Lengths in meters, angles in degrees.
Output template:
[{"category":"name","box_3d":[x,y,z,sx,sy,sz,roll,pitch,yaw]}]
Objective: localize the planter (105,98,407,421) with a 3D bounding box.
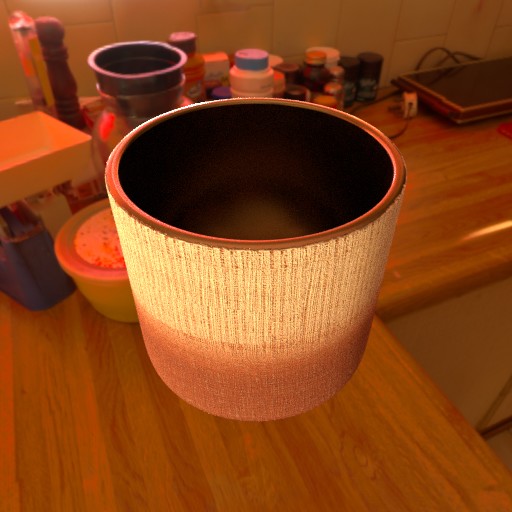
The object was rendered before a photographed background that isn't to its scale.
[{"category":"planter","box_3d":[0.000,0.000,0.392,0.221,0.201,0.221,0,41,0]}]
